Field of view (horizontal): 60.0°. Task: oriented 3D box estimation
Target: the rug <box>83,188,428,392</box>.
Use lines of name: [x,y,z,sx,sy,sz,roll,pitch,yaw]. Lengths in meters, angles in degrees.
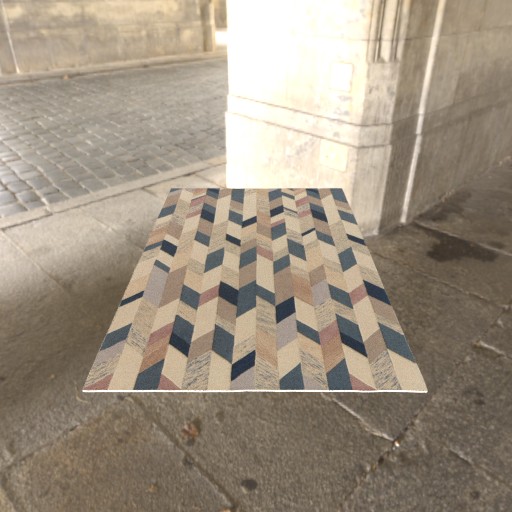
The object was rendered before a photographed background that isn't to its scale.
rug: [0.000,0.000,2.309,1.202,0.006,1.813,0,31,0]
